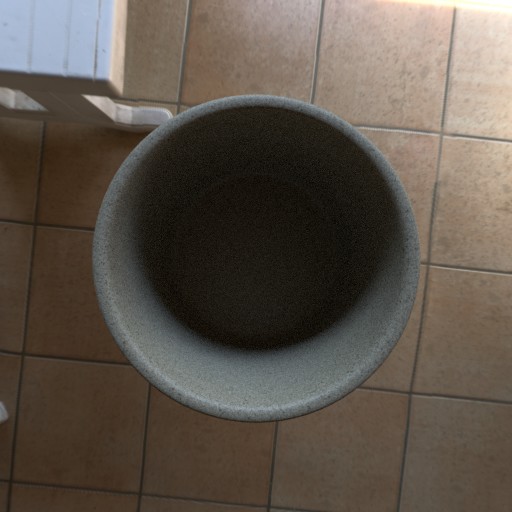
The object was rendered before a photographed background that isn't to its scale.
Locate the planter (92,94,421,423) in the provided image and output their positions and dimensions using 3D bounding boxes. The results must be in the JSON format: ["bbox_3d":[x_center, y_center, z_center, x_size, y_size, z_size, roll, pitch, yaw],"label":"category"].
[{"bbox_3d":[0.000,0.000,0.355,0.191,0.200,0.191,0,91,0],"label":"planter"}]
